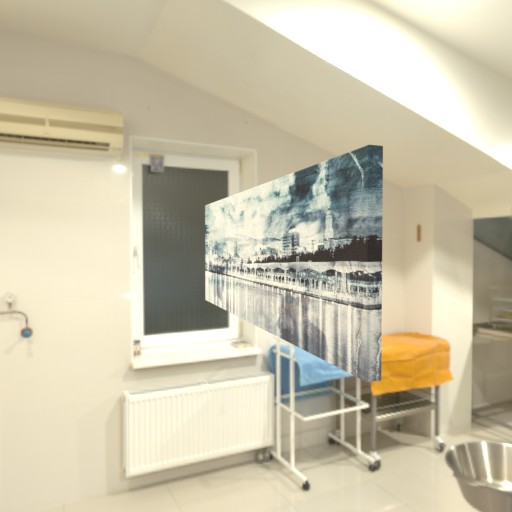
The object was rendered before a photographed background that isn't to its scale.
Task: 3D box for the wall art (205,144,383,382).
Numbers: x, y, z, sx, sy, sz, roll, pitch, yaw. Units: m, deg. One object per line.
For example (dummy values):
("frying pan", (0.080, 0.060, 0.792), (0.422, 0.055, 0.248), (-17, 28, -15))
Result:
("wall art", (0.000, 0.000, 1.669), (0.037, 0.509, 1.524), (0, 1, -20))
